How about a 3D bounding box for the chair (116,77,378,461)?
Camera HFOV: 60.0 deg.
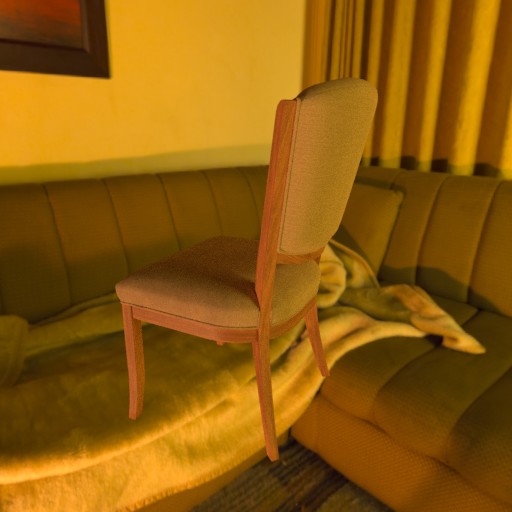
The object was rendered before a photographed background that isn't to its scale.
[{"bbox_3d":[0.000,0.000,1.240,0.584,0.905,0.513,8,19,25],"label":"chair"}]
